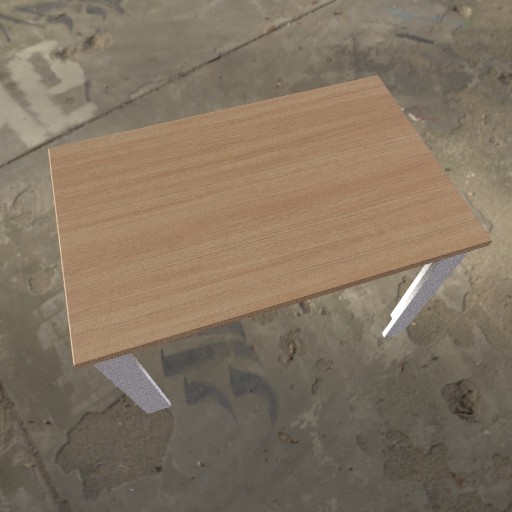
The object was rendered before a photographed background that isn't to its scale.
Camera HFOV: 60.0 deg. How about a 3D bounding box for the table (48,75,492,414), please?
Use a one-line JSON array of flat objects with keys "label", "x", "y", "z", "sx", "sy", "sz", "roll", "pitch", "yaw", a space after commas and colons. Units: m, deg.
[{"label": "table", "x": 0.000, "y": 0.000, "z": 1.580, "sx": 1.100, "sy": 0.734, "sz": 0.700, "roll": -16, "pitch": 61, "yaw": -9}]
